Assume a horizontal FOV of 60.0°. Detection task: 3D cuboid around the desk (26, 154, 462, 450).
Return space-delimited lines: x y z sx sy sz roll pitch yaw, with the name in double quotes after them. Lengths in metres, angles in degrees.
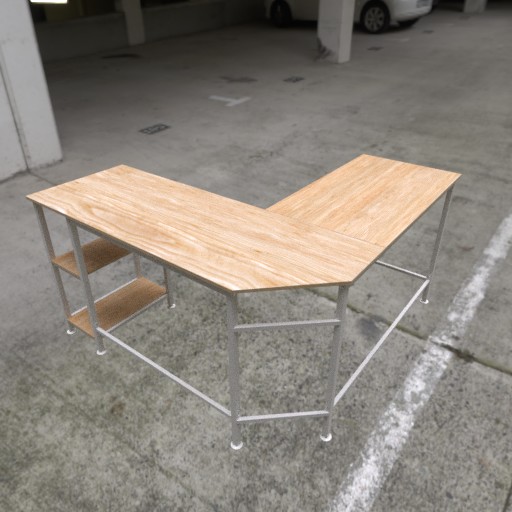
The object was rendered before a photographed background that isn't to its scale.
0.000 0.000 2.159 1.379 0.739 1.379 21 37 31 "desk"
